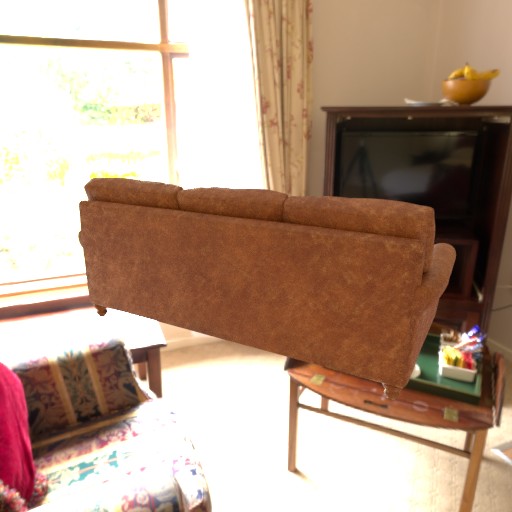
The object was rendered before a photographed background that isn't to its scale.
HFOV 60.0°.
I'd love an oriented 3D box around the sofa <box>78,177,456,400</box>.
[{"bbox_3d":[0.000,0.000,2.897,2.351,0.977,0.973,9,20,27],"label":"sofa"}]
